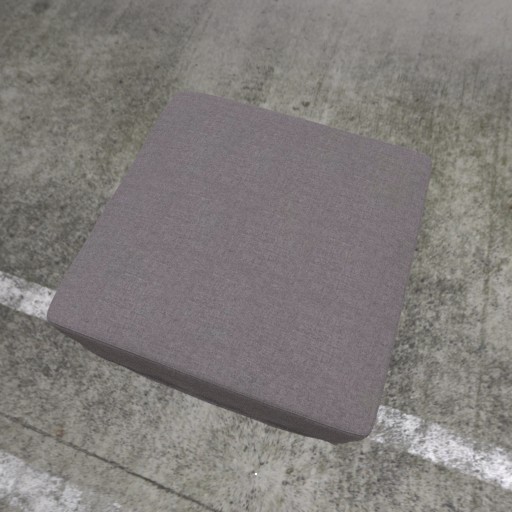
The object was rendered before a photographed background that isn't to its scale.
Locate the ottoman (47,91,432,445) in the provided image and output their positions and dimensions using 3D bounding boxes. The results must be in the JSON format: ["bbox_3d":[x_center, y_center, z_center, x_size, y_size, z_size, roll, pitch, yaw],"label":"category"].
[{"bbox_3d":[0.000,0.000,1.333,0.840,0.436,0.843,18,65,9],"label":"ottoman"}]
